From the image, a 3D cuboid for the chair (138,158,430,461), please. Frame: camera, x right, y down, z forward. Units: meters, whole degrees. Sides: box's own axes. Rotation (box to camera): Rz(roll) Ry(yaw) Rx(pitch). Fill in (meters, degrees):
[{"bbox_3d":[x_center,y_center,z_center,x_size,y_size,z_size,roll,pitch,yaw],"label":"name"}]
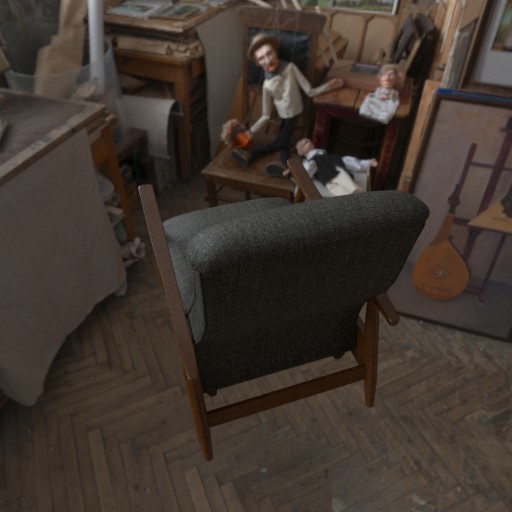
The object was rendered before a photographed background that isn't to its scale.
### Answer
[{"bbox_3d":[0.000,0.000,1.752,0.762,1.082,1.014,-13,45,-13],"label":"chair"}]
